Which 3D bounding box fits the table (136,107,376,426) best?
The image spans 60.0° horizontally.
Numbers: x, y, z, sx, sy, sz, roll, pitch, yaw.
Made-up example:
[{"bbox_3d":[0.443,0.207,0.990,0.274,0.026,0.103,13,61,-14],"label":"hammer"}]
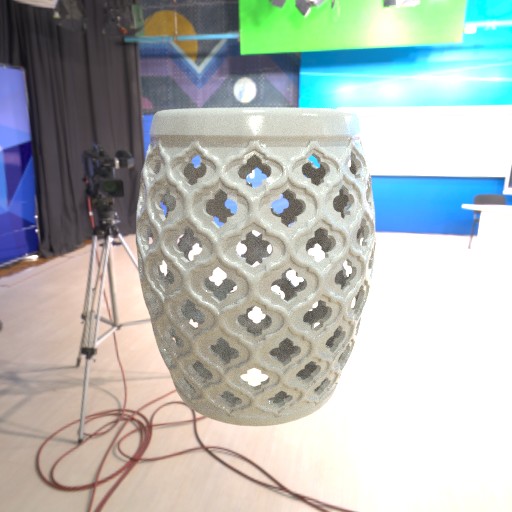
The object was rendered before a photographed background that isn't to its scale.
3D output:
[{"bbox_3d":[0.000,0.000,0.627,0.325,0.388,0.325,0,16,0],"label":"table"}]
